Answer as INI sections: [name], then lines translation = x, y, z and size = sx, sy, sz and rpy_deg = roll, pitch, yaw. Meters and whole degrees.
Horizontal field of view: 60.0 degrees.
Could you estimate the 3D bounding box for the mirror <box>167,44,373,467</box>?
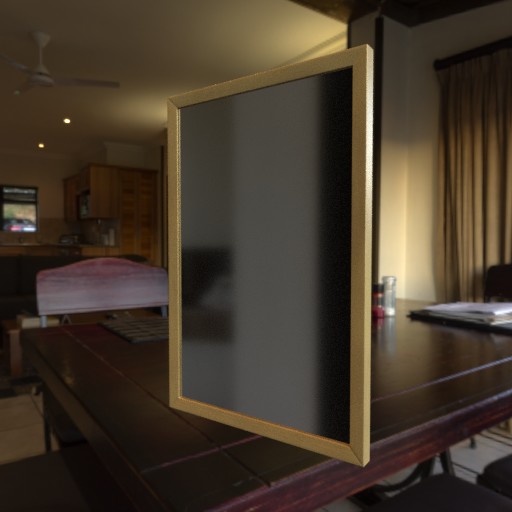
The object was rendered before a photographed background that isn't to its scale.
[mirror]
translation = 0.000, 0.000, 1.150
size = 0.609, 0.915, 0.040
rpy_deg = 1, 2, 35
